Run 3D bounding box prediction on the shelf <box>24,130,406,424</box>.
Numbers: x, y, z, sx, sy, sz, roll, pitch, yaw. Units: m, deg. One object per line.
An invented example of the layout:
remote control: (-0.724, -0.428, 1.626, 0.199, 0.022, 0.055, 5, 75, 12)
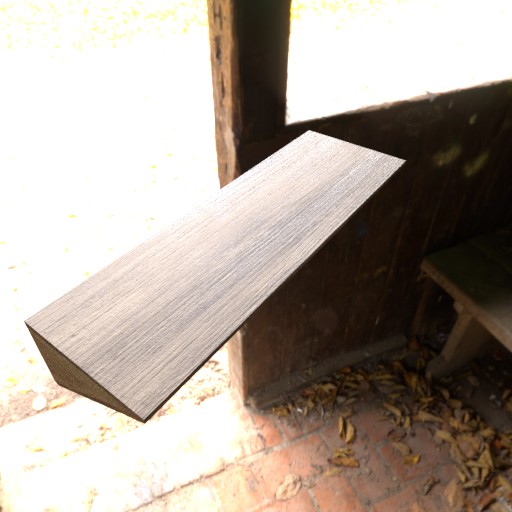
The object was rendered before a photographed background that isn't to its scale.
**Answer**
shelf: (0.000, 0.000, 0.680, 0.200, 0.125, 0.610, 26, 48, 27)
